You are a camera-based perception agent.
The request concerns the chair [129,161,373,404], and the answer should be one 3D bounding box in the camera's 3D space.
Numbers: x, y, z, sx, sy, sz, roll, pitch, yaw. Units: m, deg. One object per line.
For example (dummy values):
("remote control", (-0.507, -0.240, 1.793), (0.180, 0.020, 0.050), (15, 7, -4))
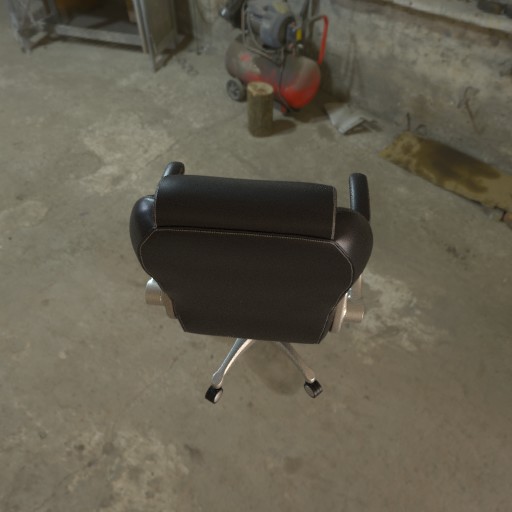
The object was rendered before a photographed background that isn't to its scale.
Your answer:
("chair", (0.000, 0.000, 1.564), (0.724, 1.141, 0.801), (4, 48, 4))
